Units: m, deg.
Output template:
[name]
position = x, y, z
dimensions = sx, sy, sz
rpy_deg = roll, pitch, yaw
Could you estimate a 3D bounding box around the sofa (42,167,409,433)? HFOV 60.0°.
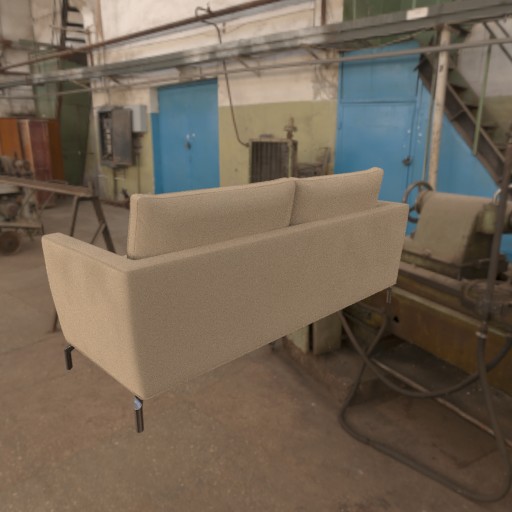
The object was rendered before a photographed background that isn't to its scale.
[sofa]
position = 0.000, 0.000, 2.732
dimensions = 2.214, 1.005, 0.868
rpy_deg = -15, 22, -43
